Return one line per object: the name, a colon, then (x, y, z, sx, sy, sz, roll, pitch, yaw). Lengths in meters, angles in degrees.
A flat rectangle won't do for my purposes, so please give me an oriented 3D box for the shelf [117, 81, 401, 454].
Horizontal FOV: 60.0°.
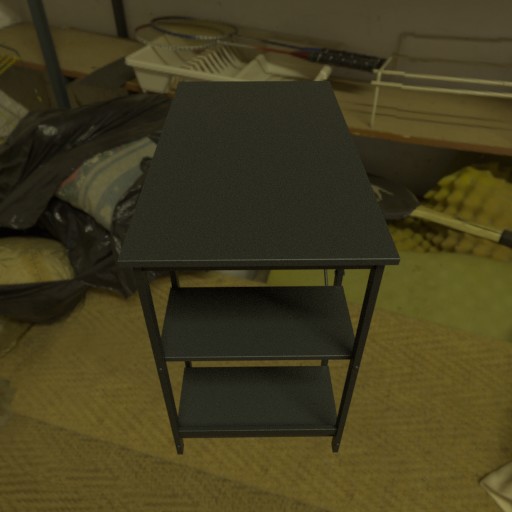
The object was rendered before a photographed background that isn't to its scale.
shelf: (0.000, 0.000, 1.363, 0.498, 0.749, 0.902, 0, 40, -1)
